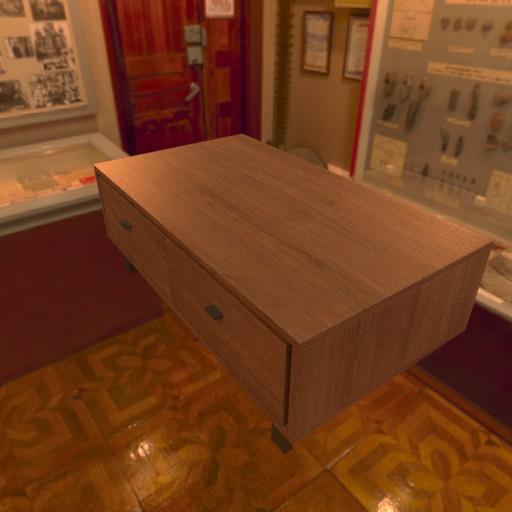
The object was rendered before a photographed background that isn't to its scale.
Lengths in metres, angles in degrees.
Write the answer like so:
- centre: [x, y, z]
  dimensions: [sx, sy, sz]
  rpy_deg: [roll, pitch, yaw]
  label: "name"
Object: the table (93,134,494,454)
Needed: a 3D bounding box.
- centre: [0.000, 0.000, 1.309]
  dimensions: [0.600, 0.380, 1.020]
  rpy_deg: [-21, 37, -30]
  label: "table"
